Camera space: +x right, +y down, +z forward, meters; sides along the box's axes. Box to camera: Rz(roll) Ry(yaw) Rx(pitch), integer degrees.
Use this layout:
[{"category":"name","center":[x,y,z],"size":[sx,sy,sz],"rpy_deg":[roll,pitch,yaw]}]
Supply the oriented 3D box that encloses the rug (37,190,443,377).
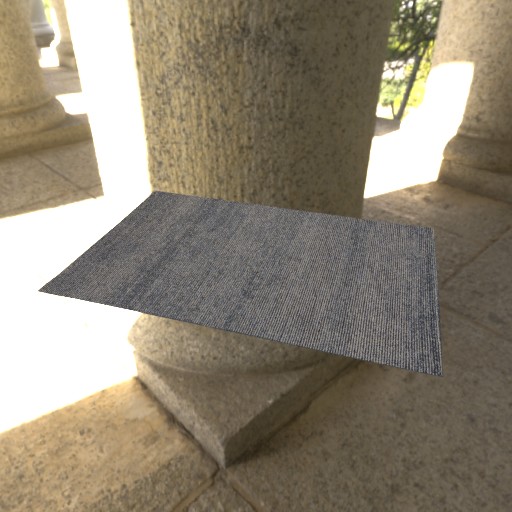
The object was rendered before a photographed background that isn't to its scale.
[{"category":"rug","center":[0.000,0.000,2.237],"size":[1.740,0.010,1.135],"rpy_deg":[9,34,14]}]
